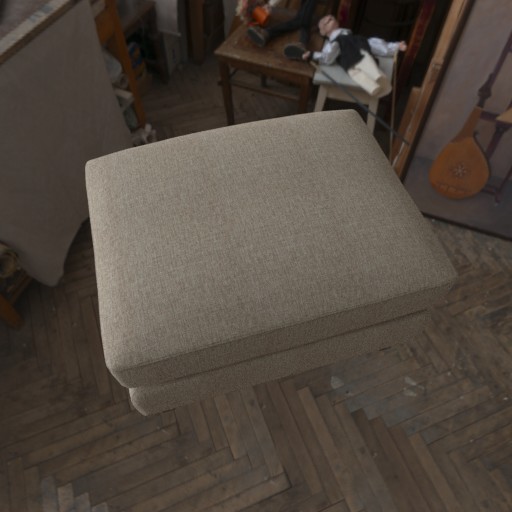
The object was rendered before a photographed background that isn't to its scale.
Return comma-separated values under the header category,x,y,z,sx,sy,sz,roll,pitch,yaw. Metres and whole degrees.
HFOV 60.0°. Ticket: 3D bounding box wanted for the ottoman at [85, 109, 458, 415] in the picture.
category,x,y,z,sx,sy,sz,roll,pitch,yaw
ottoman,0.000,0.000,1.164,0.741,0.513,0.584,-13,58,-9
